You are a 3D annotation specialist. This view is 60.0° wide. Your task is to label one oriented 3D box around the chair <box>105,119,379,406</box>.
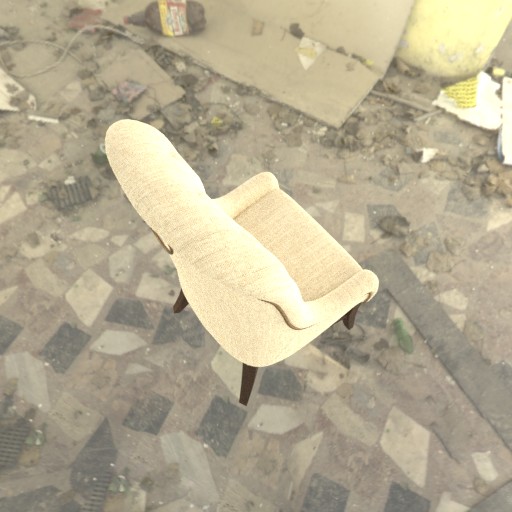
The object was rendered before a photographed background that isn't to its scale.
[{"bbox_3d":[0.000,0.000,1.470,0.629,1.091,0.634,-34,65,-18],"label":"chair"}]
